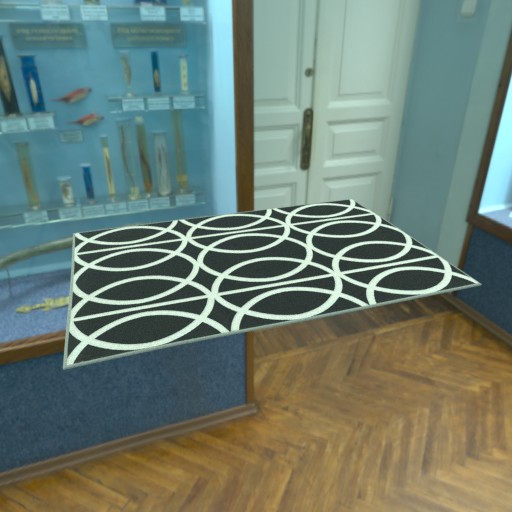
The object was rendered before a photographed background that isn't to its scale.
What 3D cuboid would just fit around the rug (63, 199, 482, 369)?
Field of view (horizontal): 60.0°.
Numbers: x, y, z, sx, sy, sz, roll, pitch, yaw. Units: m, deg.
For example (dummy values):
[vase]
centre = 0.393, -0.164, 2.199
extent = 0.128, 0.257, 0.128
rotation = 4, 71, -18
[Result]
[rug]
centre = 0.000, 0.000, 2.901
extent = 2.290, 0.014, 1.526
rotation = -9, 29, -16
